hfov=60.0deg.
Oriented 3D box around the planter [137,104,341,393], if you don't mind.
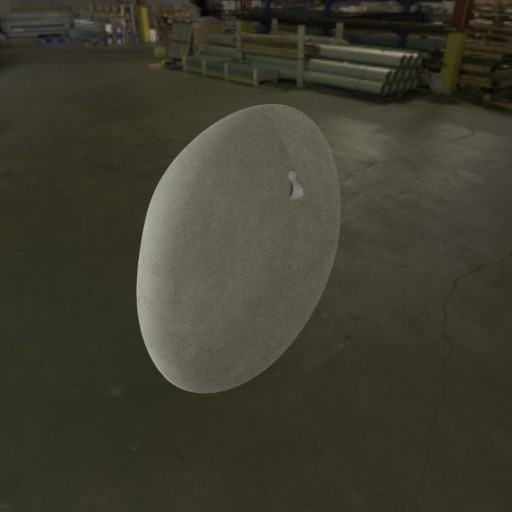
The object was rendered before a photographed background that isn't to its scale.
[{"bbox_3d":[0.000,0.000,0.288,0.071,0.188,0.185,22,37,32],"label":"planter"}]
